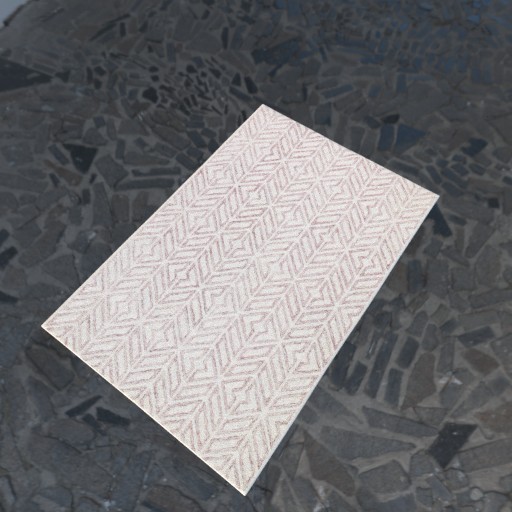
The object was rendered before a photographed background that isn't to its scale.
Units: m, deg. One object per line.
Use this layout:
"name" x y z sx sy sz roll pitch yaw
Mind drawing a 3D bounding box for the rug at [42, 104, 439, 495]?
"rug" 0.000 0.000 2.305 1.220 0.007 1.828 33 67 16
